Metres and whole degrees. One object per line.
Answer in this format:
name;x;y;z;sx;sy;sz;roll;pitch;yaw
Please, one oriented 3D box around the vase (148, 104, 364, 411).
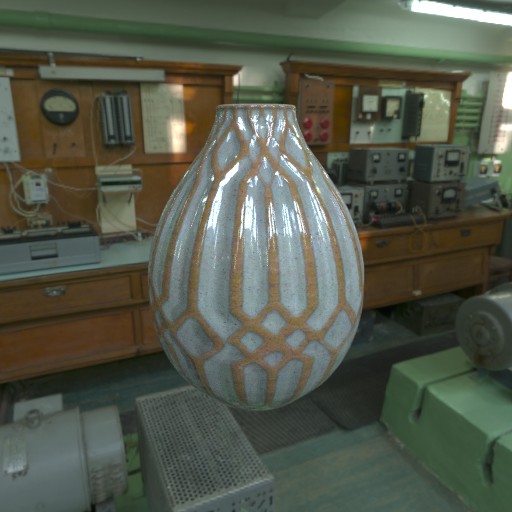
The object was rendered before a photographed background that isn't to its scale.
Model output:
vase;0.000;0.000;0.271;0.131;0.175;0.131;0;17;0
